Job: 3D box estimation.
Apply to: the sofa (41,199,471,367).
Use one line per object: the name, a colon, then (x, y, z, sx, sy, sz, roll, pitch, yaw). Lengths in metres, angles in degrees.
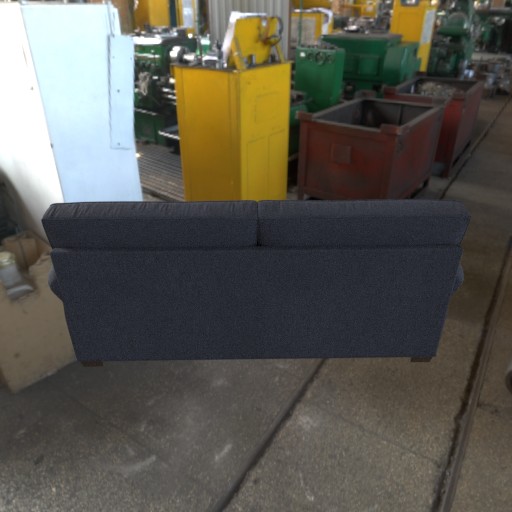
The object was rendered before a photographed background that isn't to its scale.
sofa: (0.000, 0.000, 2.862, 2.391, 1.026, 0.954, -1, 31, -1)
